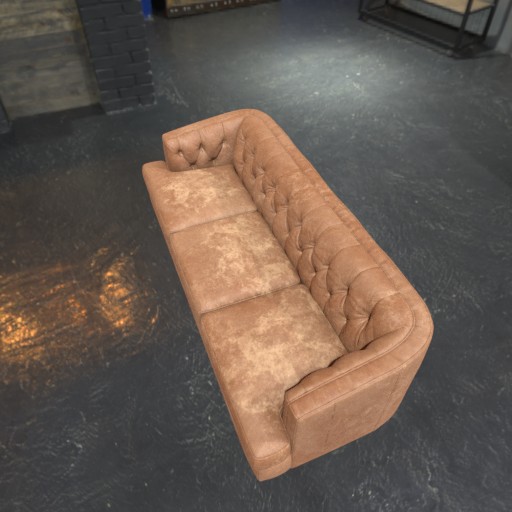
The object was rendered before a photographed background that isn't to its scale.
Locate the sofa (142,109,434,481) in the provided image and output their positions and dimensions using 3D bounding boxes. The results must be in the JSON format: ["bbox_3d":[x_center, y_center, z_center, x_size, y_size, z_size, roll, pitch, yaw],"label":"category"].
[{"bbox_3d":[0.000,0.000,2.656,0.922,0.791,2.257,-16,48,-15],"label":"sofa"}]
